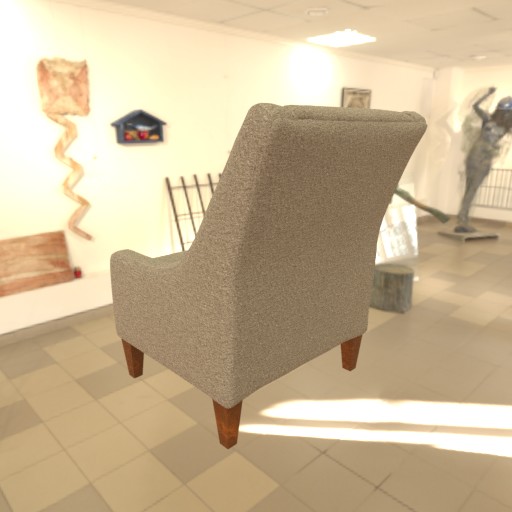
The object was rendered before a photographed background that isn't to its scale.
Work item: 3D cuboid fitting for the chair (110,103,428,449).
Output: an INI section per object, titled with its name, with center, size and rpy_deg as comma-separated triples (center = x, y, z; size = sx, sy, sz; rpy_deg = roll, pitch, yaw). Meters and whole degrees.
[chair]
center = 0.000, 0.000, 1.633
size = 0.774, 1.016, 0.870
rpy_deg = -15, 22, -42
